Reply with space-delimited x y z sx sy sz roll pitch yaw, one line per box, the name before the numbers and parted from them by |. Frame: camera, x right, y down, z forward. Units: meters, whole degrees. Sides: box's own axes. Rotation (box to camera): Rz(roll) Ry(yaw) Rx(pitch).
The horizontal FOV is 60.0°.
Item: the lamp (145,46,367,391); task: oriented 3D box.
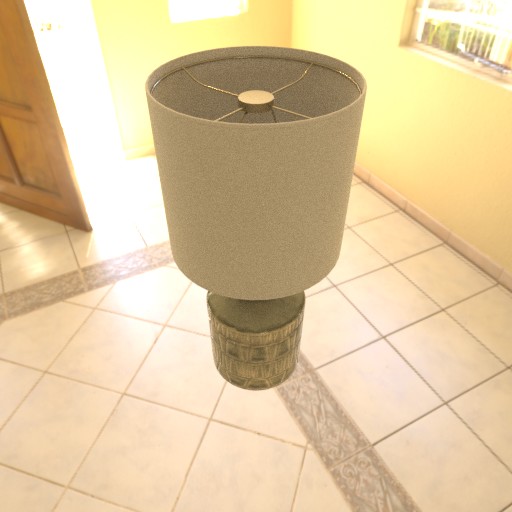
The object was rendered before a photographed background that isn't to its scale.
lamp | 0.000 0.000 0.576 0.211 0.455 0.211 -27 47 -27
